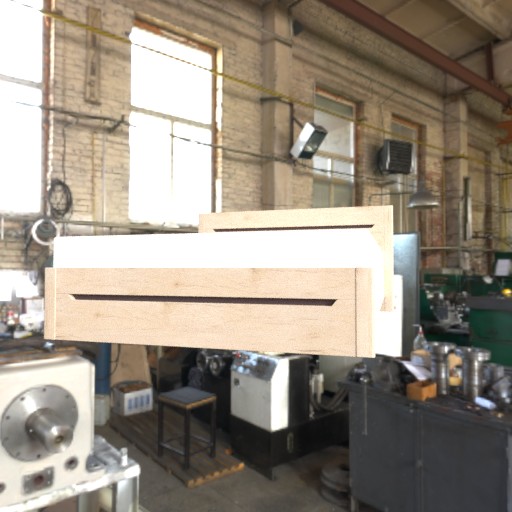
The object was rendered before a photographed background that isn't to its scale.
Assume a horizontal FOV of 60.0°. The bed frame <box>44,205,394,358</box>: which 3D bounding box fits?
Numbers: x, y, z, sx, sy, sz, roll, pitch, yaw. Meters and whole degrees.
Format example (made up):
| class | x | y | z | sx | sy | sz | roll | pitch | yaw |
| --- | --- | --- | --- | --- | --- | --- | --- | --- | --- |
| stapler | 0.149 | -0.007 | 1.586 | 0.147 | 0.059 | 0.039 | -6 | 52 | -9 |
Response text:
| class | x | y | z | sx | sy | sz | roll | pitch | yaw |
| --- | --- | --- | --- | --- | --- | --- | --- | --- | --- |
| bed frame | 0.000 | 0.000 | 3.042 | 1.800 | 0.900 | 2.080 | -1 | -2 | 17 |
